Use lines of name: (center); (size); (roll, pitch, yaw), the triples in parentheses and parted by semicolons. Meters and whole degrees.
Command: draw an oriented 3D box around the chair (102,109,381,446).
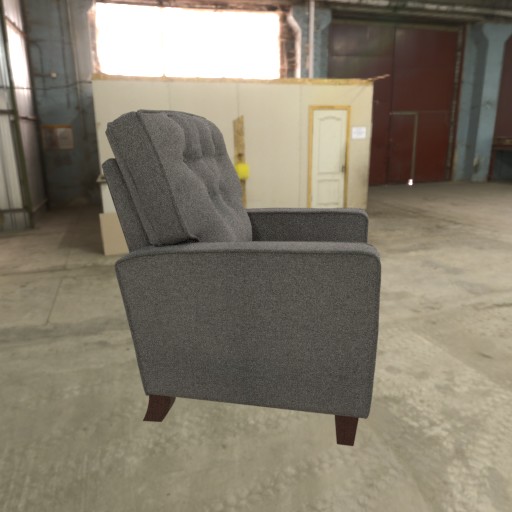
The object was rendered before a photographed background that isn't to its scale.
chair: (0.000, 0.000, 1.428); (0.775, 0.889, 0.650); (3, 16, 10)
